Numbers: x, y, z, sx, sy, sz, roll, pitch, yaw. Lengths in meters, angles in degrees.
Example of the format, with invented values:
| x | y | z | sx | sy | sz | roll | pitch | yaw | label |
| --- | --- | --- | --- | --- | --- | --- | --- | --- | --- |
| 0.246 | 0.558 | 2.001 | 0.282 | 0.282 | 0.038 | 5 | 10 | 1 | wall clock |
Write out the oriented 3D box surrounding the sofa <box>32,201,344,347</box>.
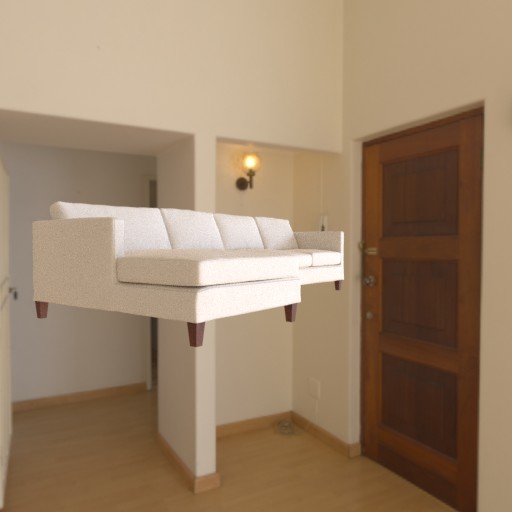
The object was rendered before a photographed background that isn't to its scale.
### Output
| x | y | z | sx | sy | sz | roll | pitch | yaw | label |
| --- | --- | --- | --- | --- | --- | --- | --- | --- | --- |
| 0.000 | 0.000 | 3.936 | 1.625 | 0.846 | 3.186 | 1 | 2 | 36 | sofa |
